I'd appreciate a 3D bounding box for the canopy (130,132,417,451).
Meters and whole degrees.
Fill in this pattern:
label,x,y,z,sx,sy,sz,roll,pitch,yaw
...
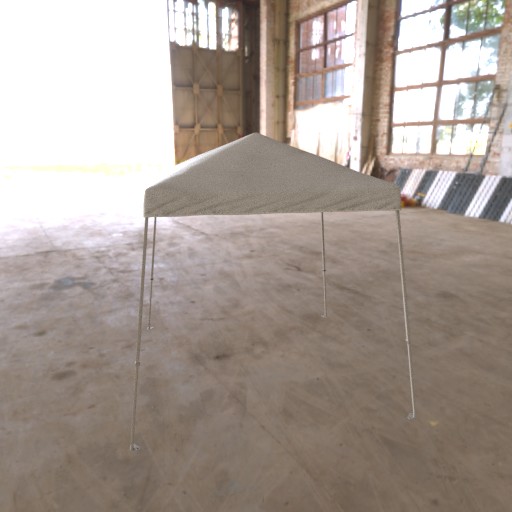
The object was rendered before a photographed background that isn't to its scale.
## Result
label,x,y,z,sx,sy,sz,roll,pitch,yaw
canopy,0.000,0.000,5.304,2.849,2.849,2.848,-2,14,-10
